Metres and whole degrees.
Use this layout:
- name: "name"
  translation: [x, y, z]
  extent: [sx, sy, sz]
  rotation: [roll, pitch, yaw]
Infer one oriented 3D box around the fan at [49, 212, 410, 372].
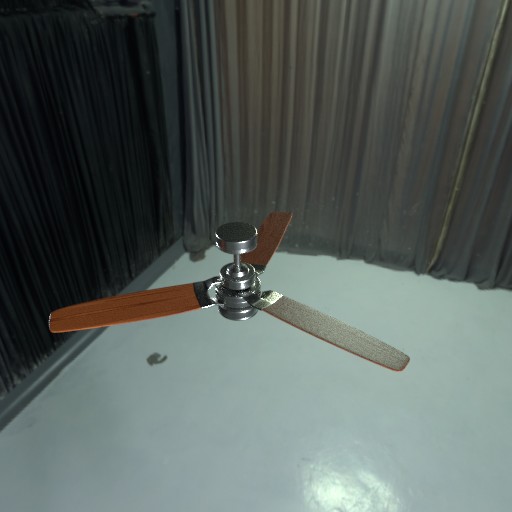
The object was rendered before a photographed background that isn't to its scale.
- name: "fan"
  translation: [0.000, 0.000, 2.050]
  extent: [1.416, 0.410, 1.271]
  rotation: [10, 34, 15]
